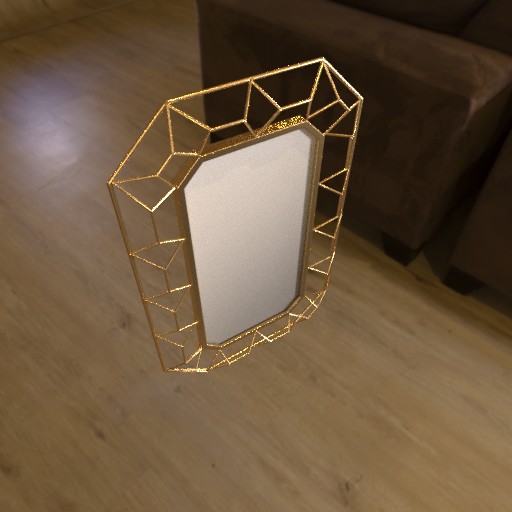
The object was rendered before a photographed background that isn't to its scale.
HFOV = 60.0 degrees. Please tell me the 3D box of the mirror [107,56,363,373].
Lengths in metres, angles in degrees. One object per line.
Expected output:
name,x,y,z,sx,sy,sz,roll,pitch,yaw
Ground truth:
mirror,0.000,0.000,1.076,0.572,0.870,0.051,-24,51,-21
